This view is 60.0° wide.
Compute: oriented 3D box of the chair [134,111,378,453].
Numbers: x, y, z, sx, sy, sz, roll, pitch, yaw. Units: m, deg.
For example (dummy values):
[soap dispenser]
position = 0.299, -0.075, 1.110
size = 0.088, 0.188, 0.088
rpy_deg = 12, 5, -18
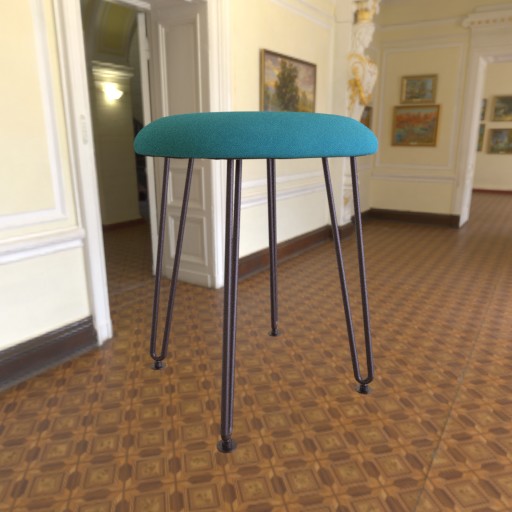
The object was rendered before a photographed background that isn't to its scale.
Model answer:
[chair]
position = 0.000, 0.000, 0.701
size = 0.350, 0.430, 0.350
rpy_deg = -14, 20, -43
